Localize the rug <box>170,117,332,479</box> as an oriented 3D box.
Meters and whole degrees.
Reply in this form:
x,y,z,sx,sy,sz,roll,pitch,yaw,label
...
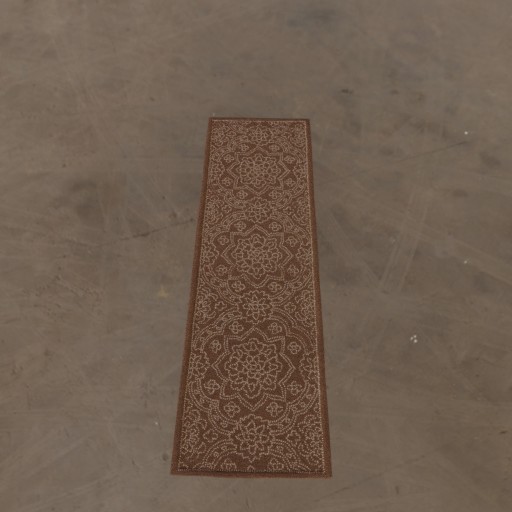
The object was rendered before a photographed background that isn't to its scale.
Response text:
x,y,z,sx,sy,sz,roll,pitch,yaw,label
0.000,0.000,2.719,0.769,0.012,2.448,1,59,1,rug
